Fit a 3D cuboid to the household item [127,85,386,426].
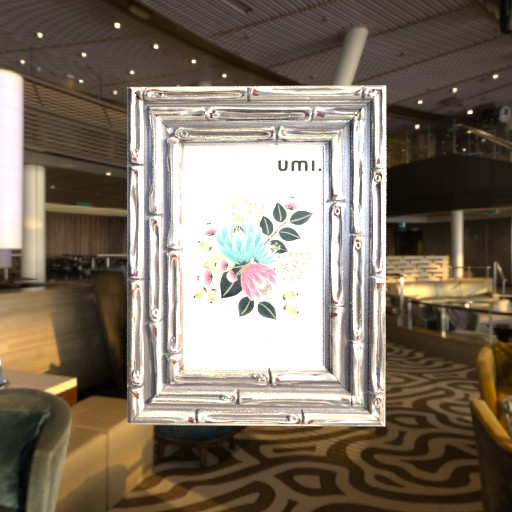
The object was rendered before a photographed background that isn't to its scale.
[{"bbox_3d":[0.000,0.000,0.290,0.165,0.216,0.025,0,0,1],"label":"household item"}]
